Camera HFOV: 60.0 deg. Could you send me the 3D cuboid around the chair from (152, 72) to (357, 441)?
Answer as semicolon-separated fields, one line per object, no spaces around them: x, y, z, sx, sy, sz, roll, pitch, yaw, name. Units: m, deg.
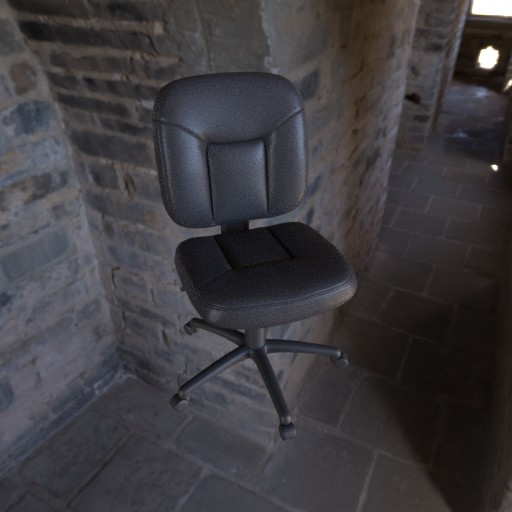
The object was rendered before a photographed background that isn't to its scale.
0.000;0.000;1.351;0.647;0.959;0.646;-10;34;-16;chair
